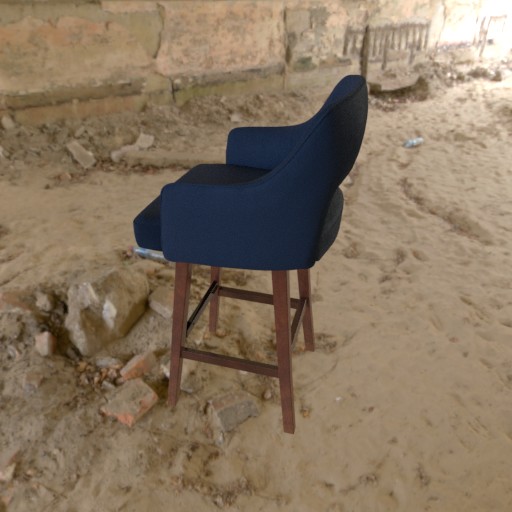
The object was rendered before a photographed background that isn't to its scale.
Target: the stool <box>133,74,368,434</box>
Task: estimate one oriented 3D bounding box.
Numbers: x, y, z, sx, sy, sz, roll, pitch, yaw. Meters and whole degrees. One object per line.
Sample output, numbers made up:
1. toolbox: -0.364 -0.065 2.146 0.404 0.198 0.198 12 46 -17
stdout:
1. stool: 0.000 0.000 1.373 0.560 1.041 0.550 8 32 13
